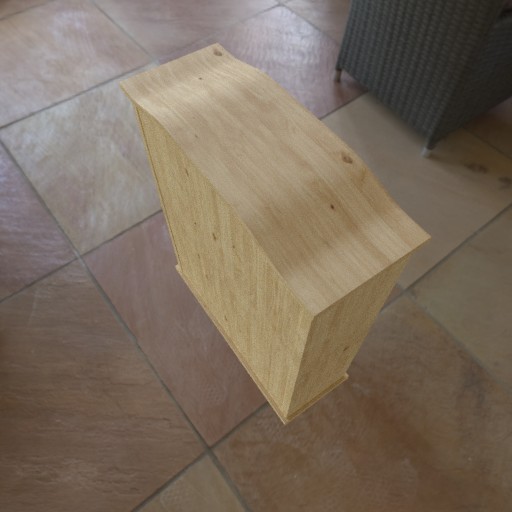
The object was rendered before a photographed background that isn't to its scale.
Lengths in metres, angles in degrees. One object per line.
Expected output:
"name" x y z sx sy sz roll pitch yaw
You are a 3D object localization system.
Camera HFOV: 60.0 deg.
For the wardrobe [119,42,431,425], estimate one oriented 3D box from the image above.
"wardrobe" 0.000 0.000 2.633 0.570 1.870 1.500 -31 63 -18
